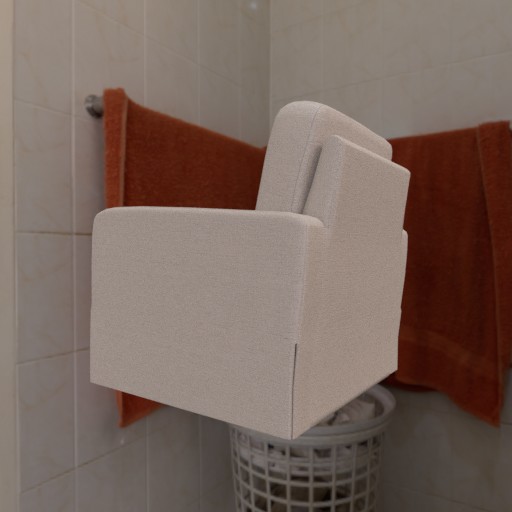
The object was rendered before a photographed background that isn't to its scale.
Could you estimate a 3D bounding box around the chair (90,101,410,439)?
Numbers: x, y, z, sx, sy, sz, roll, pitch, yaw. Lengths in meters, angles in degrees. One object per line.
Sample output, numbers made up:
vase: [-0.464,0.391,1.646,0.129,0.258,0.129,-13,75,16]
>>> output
chair: [0.000,0.000,1.520,0.888,0.827,0.755,1,1,36]
